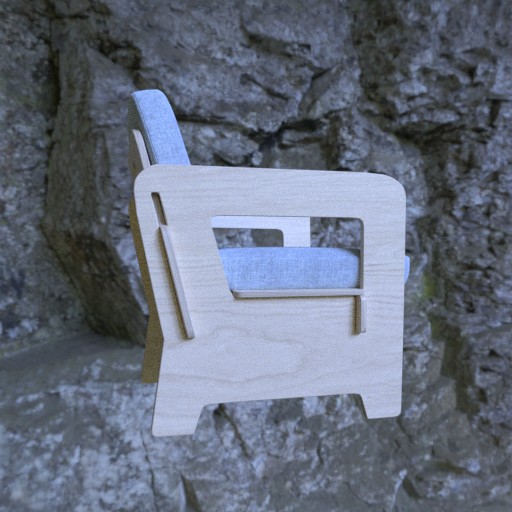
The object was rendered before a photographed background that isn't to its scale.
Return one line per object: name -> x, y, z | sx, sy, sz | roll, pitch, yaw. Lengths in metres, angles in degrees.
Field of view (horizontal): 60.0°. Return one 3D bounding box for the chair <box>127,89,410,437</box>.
chair -> 0.000, 0.000, 1.279 | 0.710, 0.800, 0.590 | 0, 0, -17
